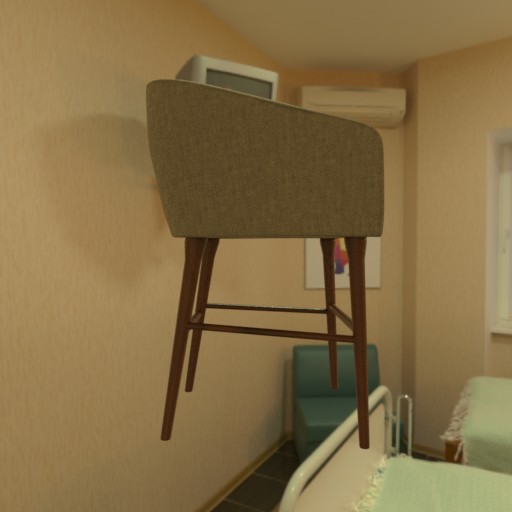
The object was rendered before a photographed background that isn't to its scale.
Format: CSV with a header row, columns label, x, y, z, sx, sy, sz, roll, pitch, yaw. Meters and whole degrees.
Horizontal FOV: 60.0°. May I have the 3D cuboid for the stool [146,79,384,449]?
label,x,y,z,sx,sy,sz,roll,pitch,yaw
stool,0.000,0.000,1.333,0.635,0.952,0.559,0,2,1
